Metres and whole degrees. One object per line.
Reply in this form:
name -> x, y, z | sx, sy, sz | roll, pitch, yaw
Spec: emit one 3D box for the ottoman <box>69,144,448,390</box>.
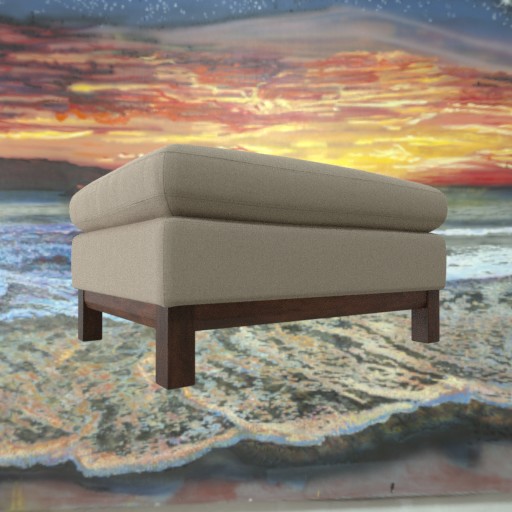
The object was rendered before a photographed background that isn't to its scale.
ottoman -> 0.000, 0.000, 1.102 | 0.771, 0.420, 0.606 | 1, -1, -35
